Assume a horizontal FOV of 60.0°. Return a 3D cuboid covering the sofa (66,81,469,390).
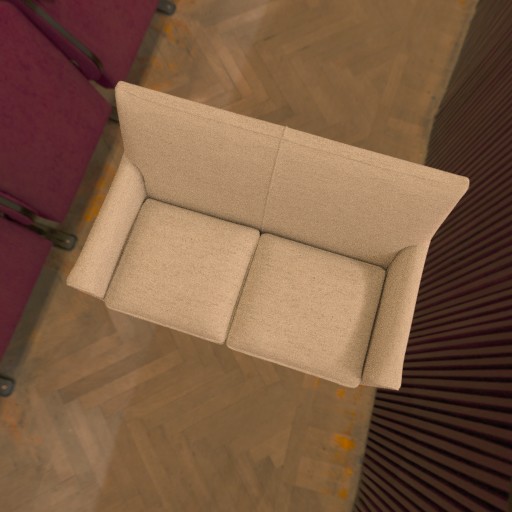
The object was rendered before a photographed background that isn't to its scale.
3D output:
[{"bbox_3d":[0.000,0.000,2.097,1.482,0.892,0.891,17,76,4],"label":"sofa"}]
